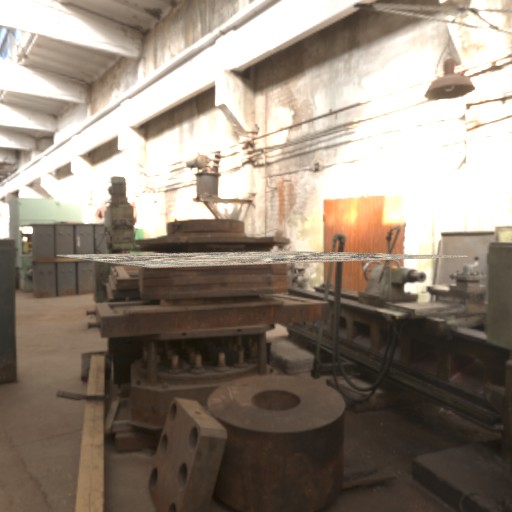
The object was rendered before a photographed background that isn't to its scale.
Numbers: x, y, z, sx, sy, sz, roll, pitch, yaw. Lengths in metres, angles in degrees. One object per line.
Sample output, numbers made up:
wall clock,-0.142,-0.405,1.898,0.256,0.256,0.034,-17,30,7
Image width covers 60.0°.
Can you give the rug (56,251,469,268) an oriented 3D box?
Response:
rug,0.000,0.000,4.143,3.040,0.014,2.423,-1,2,-35
